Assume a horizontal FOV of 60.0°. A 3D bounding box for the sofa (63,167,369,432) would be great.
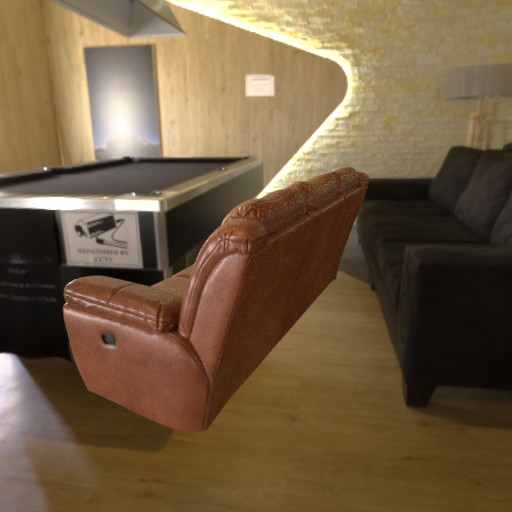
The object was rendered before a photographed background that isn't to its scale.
[{"bbox_3d":[0.000,0.000,2.859,0.991,1.043,2.337,7,18,24],"label":"sofa"}]
